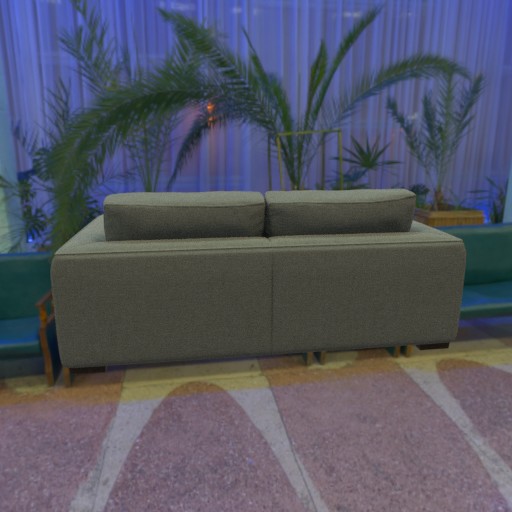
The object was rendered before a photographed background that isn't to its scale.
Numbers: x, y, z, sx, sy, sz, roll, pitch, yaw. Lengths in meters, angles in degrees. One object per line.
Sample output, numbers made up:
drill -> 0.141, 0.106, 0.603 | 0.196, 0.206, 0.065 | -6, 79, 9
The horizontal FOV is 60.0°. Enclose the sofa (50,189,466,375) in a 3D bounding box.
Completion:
sofa -> 0.000, 0.000, 2.516 | 1.920, 0.800, 1.069 | -2, 15, -8
